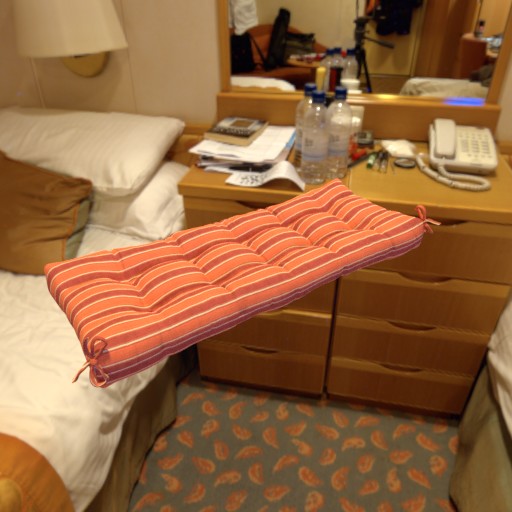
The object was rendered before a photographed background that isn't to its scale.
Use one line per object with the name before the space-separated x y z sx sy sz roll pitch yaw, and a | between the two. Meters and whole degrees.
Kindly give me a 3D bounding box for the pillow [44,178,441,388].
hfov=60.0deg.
pillow | 0.000 0.000 1.345 1.194 0.174 0.511 -20 37 -29
